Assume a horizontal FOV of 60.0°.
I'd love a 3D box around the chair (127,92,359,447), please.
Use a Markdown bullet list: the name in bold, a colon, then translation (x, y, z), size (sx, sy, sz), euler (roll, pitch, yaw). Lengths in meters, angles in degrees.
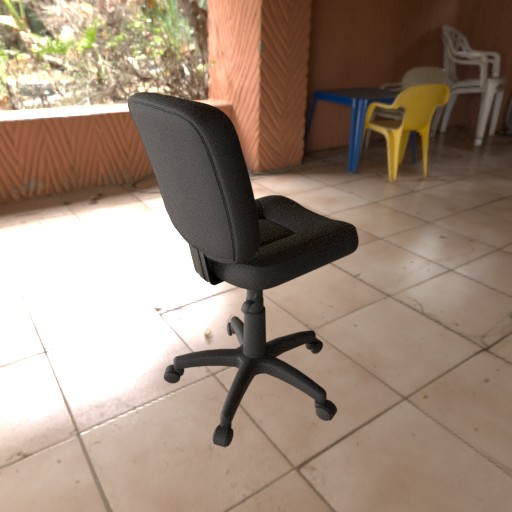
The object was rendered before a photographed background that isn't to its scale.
- **chair**: translation (0.000, 0.000, 1.361), size (0.610, 0.972, 0.610), euler (-17, 31, -31)
